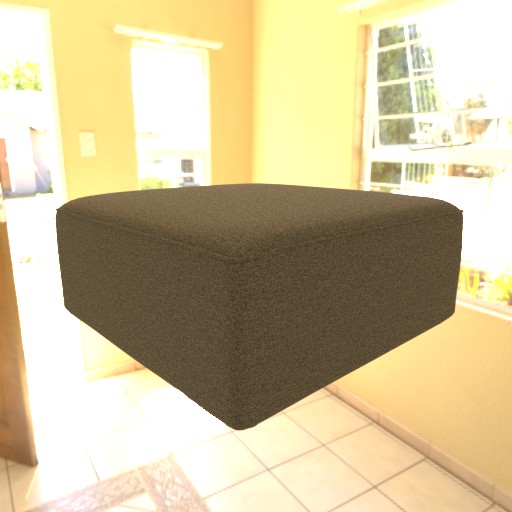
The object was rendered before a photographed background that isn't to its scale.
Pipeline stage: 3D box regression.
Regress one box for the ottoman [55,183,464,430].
[{"bbox_3d":[0.000,0.000,1.539,1.015,0.464,1.005,-12,18,-41],"label":"ottoman"}]
